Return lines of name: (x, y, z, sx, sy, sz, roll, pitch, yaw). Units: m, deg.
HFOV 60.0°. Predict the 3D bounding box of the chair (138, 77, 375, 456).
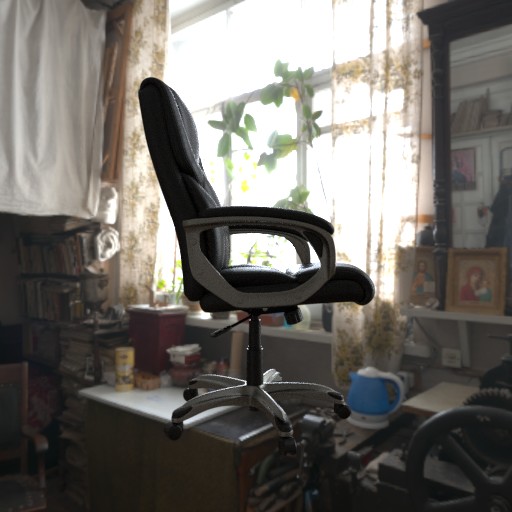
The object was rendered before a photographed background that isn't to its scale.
chair: (0.000, 0.000, 1.587, 0.739, 1.155, 0.663, 0, 0, 0)
